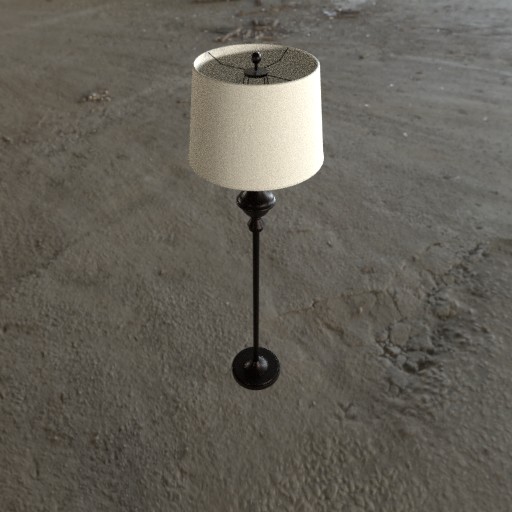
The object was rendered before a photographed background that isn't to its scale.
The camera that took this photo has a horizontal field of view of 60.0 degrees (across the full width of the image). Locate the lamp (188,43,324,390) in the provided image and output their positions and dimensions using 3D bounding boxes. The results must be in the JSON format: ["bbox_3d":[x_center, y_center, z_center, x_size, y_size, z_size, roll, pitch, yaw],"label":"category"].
[{"bbox_3d":[0.000,0.000,1.704,0.431,1.484,0.431,0,41,0],"label":"lamp"}]
